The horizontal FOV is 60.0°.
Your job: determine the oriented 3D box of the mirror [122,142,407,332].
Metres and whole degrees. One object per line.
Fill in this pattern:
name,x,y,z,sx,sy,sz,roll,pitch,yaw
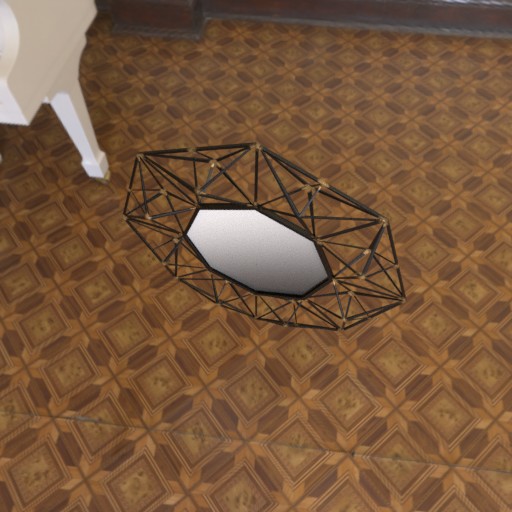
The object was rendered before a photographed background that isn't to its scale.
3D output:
mirror,0.000,0.000,1.050,0.710,0.710,0.094,17,59,10
